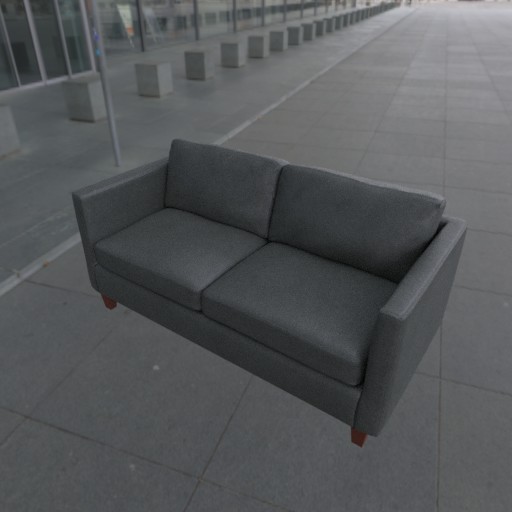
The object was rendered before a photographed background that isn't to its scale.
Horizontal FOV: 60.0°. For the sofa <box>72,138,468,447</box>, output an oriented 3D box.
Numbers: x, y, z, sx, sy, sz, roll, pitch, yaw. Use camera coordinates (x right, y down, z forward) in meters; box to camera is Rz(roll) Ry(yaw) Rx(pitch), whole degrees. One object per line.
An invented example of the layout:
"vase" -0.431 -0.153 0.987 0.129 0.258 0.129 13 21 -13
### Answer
"sofa" 0.000 0.000 2.420 1.883 0.933 0.951 20 36 30
